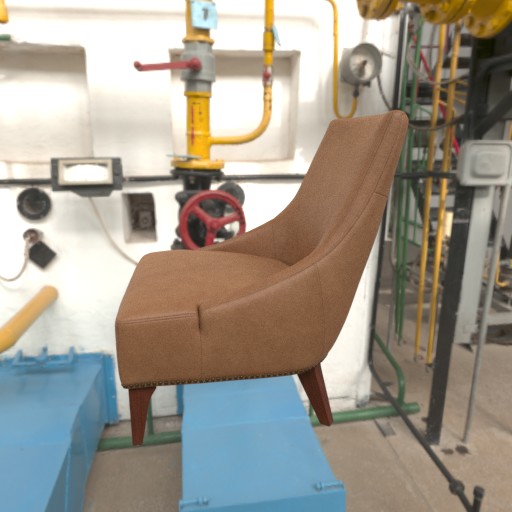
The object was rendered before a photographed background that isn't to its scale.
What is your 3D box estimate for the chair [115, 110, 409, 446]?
[{"bbox_3d":[0.000,0.000,1.486,0.861,0.909,0.701,-2,15,-8],"label":"chair"}]
